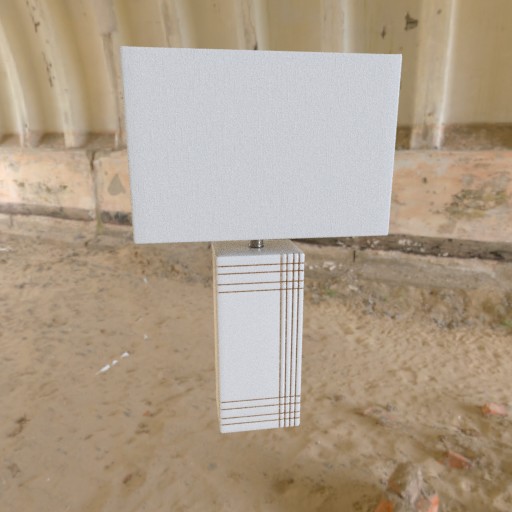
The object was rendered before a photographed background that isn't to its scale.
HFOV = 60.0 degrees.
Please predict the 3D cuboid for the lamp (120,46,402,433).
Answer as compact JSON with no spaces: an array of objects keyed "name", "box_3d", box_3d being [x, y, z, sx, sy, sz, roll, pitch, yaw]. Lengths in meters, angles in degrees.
[{"name":"lamp","box_3d":[0.000,0.000,0.671,0.334,0.543,0.182,-2,15,-8]}]
